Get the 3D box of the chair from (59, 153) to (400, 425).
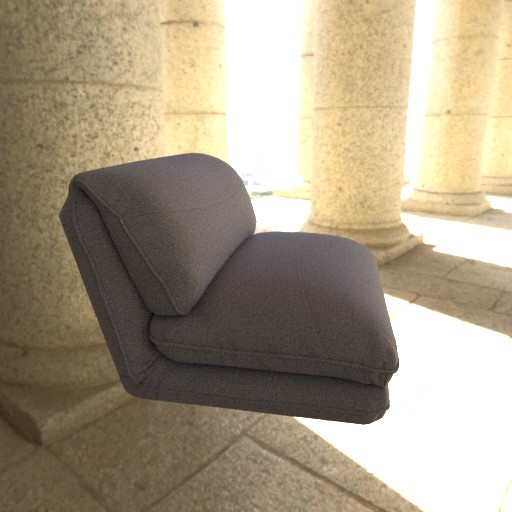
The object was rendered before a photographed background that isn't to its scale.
[{"bbox_3d":[0.000,0.000,1.341,0.780,0.580,0.820,3,16,10],"label":"chair"}]
